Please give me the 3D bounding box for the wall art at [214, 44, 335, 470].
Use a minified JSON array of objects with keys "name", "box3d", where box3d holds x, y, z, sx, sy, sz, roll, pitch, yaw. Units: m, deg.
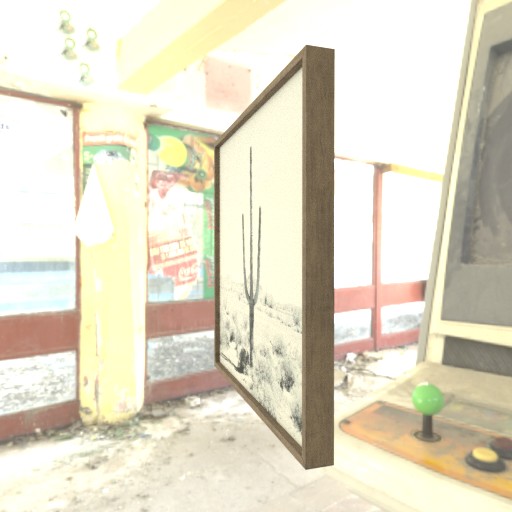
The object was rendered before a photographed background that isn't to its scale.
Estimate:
[{"name":"wall art","box3d":[0.000,0.000,0.777,0.038,0.508,0.508,0,1,-18]}]
